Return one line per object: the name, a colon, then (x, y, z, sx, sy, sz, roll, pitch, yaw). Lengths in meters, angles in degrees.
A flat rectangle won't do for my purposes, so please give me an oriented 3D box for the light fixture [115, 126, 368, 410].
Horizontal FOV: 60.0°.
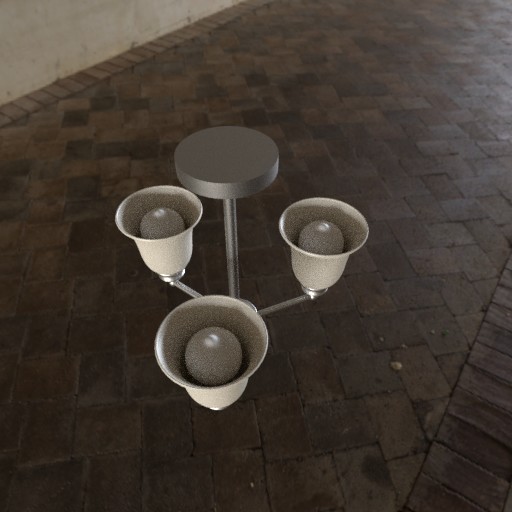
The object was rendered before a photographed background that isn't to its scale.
light fixture: (0.000, 0.000, 0.654, 0.354, 0.370, 0.388, -17, 48, -16)
